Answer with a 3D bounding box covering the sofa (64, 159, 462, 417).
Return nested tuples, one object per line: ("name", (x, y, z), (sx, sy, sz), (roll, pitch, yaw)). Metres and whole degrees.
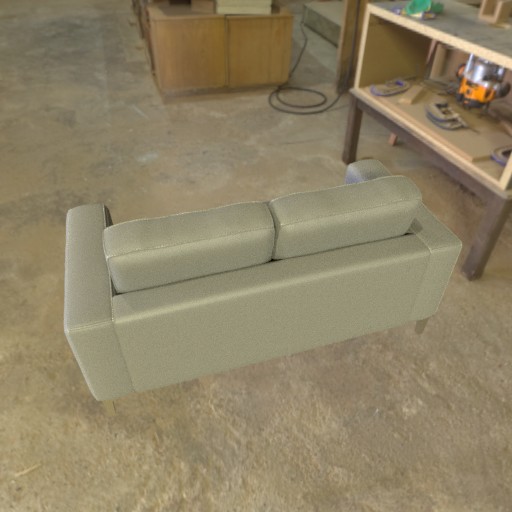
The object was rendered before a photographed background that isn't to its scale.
("sofa", (0.000, 0.000, 2.193), (1.726, 0.893, 0.833), (-11, 43, -13))
